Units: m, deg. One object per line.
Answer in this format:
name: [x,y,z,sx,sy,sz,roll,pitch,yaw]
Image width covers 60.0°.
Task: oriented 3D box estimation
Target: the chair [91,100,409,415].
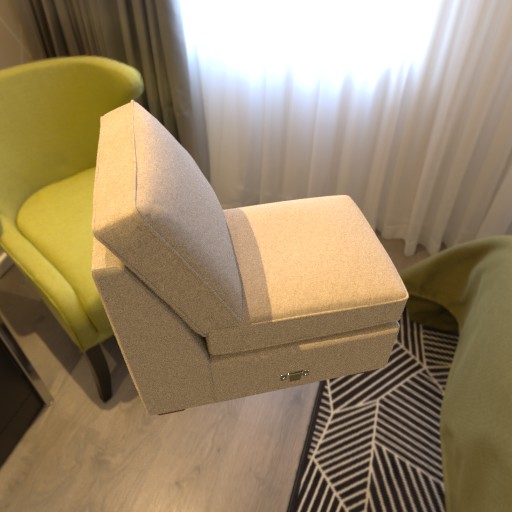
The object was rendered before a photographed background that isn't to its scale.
chair: [0.000,0.000,1.696,1.020,1.058,0.674,-9,45,-9]
